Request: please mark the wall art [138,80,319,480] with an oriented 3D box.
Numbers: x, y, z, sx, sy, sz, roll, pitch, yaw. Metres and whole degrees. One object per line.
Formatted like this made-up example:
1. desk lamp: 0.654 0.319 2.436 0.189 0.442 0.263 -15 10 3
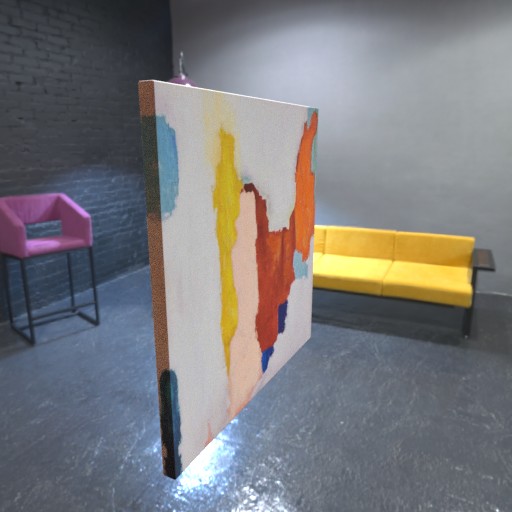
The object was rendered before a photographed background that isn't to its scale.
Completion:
1. wall art: 0.000 0.000 1.516 0.044 1.017 1.017 8 17 27
